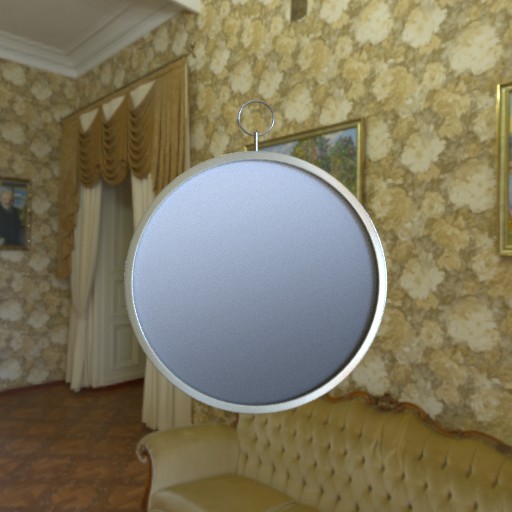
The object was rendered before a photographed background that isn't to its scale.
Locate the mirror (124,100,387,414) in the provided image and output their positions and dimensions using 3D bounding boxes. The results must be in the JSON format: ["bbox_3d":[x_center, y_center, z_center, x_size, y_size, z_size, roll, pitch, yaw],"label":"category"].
[{"bbox_3d":[0.000,0.000,1.011,0.594,0.713,0.020,0,-1,-1],"label":"mirror"}]
